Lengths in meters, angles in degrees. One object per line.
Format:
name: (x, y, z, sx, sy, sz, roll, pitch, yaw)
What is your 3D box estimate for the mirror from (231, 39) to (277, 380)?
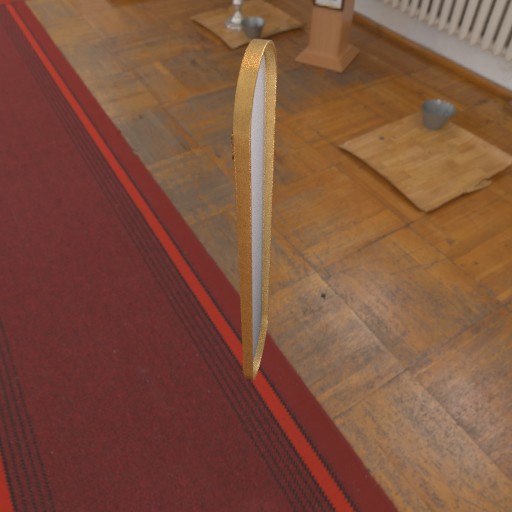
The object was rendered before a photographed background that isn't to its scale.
mirror: (0.000, 0.000, 1.068, 0.032, 0.991, 0.222, 10, 48, 9)
